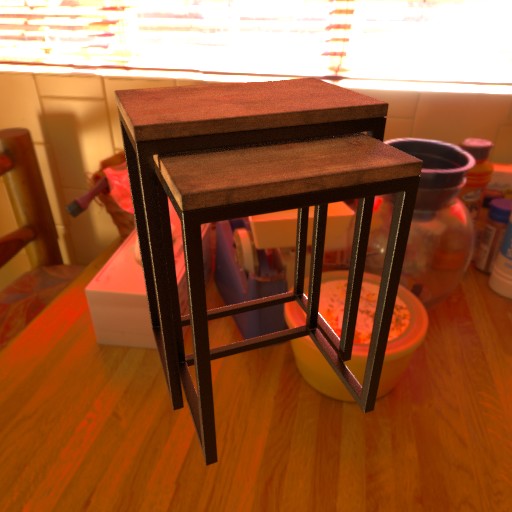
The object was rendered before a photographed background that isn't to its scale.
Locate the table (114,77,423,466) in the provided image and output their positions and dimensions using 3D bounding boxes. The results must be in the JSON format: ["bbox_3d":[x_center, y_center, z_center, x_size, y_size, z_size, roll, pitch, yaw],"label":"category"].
[{"bbox_3d":[0.000,0.000,0.930,0.456,0.615,0.460,-10,32,-16],"label":"table"}]
